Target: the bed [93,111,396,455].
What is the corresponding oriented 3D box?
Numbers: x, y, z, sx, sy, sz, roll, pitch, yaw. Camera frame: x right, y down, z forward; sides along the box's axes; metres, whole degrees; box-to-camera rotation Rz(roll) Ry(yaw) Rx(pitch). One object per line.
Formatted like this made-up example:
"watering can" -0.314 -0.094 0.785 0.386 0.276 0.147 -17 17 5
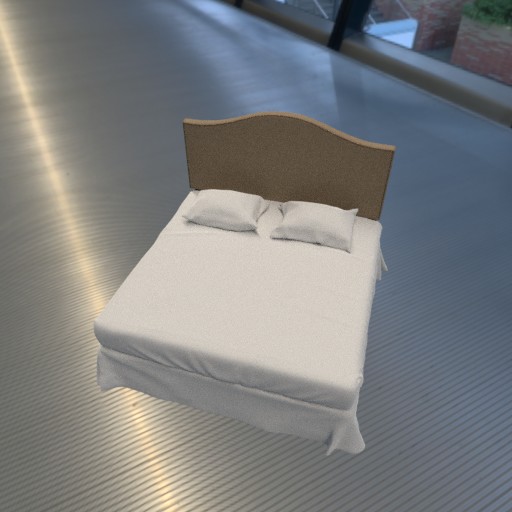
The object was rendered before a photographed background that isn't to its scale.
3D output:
"bed" 0.000 0.000 3.702 2.311 1.651 2.222 11 42 12
